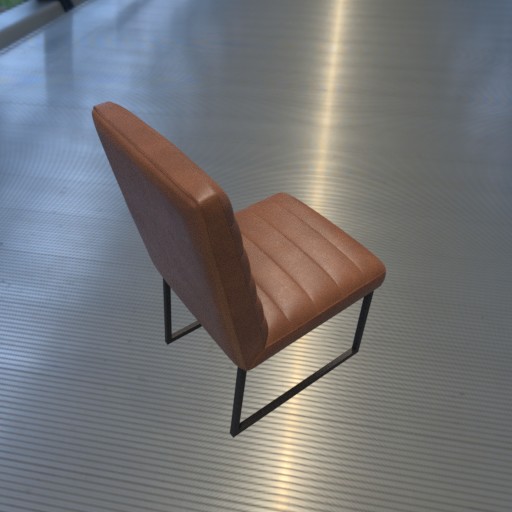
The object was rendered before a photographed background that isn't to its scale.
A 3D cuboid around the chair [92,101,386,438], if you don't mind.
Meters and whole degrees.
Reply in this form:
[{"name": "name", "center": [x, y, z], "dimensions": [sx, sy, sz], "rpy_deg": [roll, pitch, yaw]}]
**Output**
[{"name": "chair", "center": [0.000, 0.000, 1.334], "dimensions": [0.634, 0.930, 0.520], "rpy_deg": [-26, 48, -26]}]
